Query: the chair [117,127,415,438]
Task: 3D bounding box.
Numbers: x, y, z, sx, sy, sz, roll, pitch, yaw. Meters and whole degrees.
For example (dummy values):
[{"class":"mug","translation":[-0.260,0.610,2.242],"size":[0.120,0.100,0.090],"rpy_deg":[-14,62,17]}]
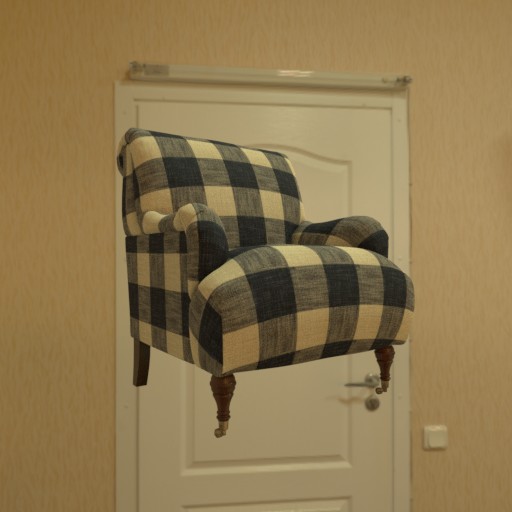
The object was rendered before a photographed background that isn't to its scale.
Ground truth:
[{"class":"chair","translation":[0.000,0.000,1.582],"size":[0.781,0.953,0.848],"rpy_deg":[0,0,-35]}]
